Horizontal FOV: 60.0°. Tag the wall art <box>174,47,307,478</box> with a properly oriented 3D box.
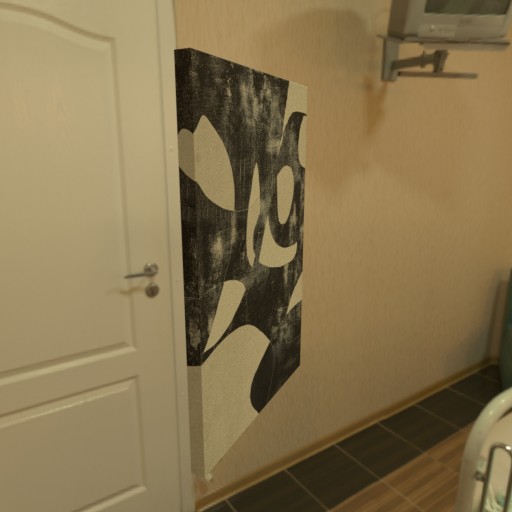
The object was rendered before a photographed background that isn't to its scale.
[{"bbox_3d":[0.000,0.000,1.184,0.041,0.915,0.610,7,15,26],"label":"wall art"}]
